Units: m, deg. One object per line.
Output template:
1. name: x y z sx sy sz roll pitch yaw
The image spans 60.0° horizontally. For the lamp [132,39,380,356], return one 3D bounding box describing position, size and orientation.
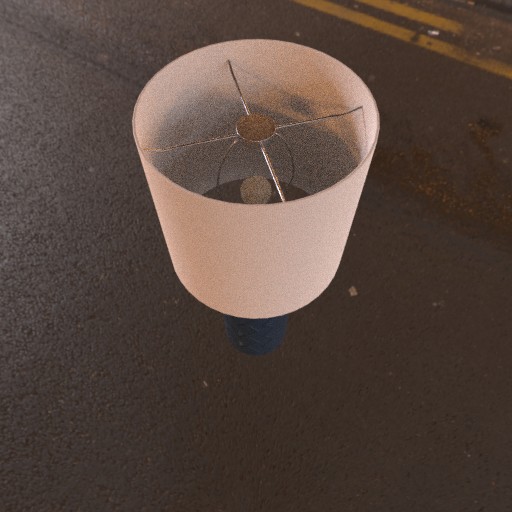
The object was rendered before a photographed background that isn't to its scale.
1. lamp: 0.000 0.000 0.568 0.207 0.461 0.207 -13 59 -8
